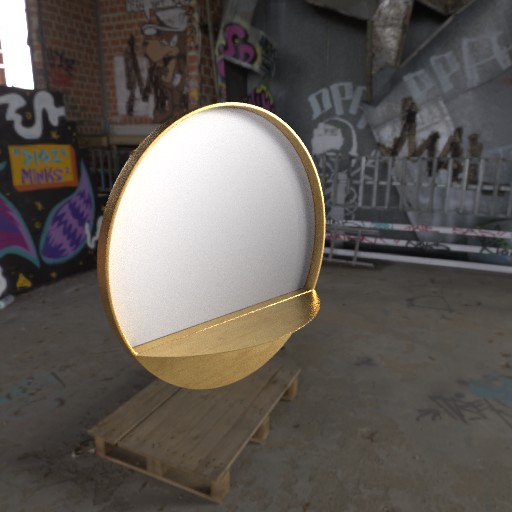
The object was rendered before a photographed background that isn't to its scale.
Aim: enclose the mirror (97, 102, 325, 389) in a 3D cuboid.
[{"bbox_3d":[0.000,0.000,0.690,0.457,0.457,0.133,-14,20,-43],"label":"mirror"}]
